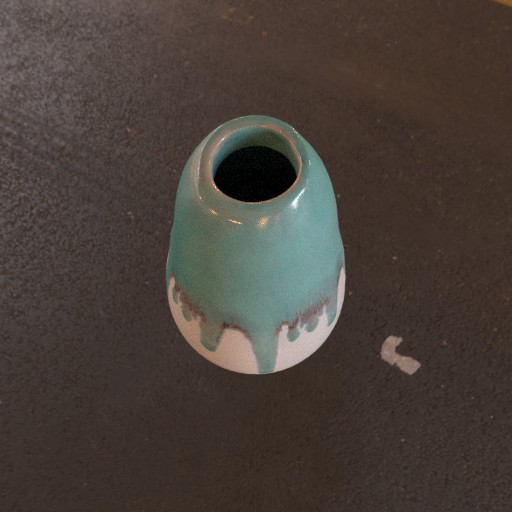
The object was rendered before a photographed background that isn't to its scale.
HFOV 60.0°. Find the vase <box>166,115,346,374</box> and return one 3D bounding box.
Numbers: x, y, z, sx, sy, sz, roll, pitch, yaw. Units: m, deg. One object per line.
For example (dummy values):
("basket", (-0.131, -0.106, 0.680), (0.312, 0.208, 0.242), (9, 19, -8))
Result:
("vase", (0.000, 0.000, 0.258), (0.116, 0.179, 0.116), (0, 64, 0))
